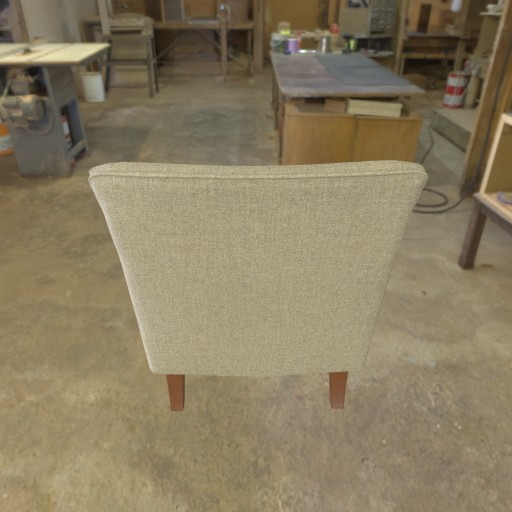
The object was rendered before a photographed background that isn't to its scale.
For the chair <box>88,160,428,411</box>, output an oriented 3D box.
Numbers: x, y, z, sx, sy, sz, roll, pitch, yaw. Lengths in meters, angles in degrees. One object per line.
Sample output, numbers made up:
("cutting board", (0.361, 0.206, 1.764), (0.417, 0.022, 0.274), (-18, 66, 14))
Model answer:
("chair", (0.000, 0.000, 1.727), (0.887, 1.047, 0.993), (-1, 31, -1))
